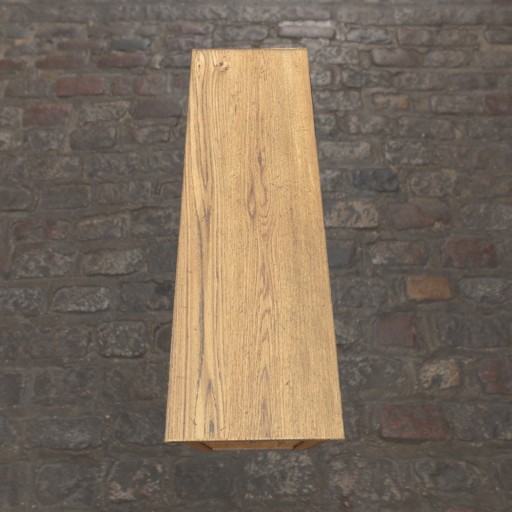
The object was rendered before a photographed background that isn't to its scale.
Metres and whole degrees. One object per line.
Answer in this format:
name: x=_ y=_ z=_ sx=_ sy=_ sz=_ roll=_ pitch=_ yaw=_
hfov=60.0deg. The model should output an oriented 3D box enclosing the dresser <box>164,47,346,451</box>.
dresser: x=0.000 y=0.000 z=2.071 sx=0.563 sy=0.932 sz=1.657 roll=-1 pitch=64 yaw=0
